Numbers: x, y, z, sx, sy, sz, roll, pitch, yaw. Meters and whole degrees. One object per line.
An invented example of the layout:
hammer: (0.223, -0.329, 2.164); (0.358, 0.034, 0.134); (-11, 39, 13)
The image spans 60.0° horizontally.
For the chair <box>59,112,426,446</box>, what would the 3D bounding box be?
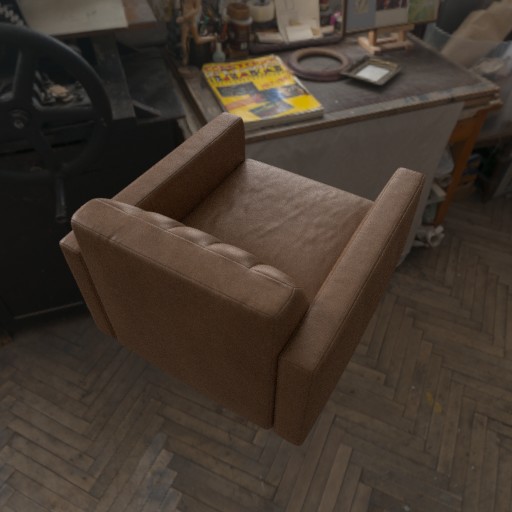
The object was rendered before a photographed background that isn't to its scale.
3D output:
chair: (0.000, 0.000, 1.690); (0.953, 0.819, 0.998); (24, 51, 20)
